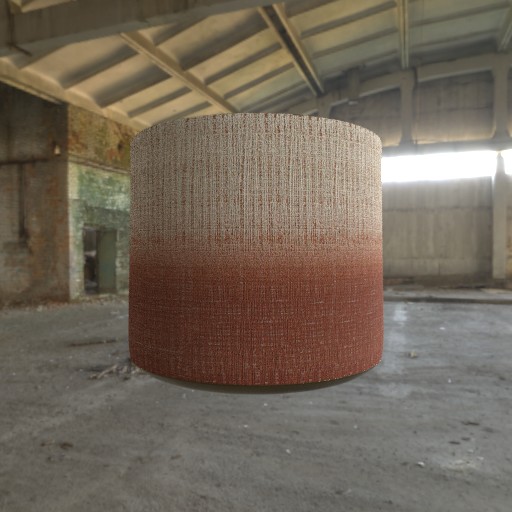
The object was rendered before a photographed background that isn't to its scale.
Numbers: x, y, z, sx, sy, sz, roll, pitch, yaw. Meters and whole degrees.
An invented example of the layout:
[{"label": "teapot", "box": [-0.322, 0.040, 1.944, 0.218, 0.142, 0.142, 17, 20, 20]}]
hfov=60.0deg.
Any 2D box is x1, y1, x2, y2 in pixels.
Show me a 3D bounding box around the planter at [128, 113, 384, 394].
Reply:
[{"label": "planter", "box": [0.000, 0.000, 0.458, 0.254, 0.221, 0.254, 0, 1, 0]}]
